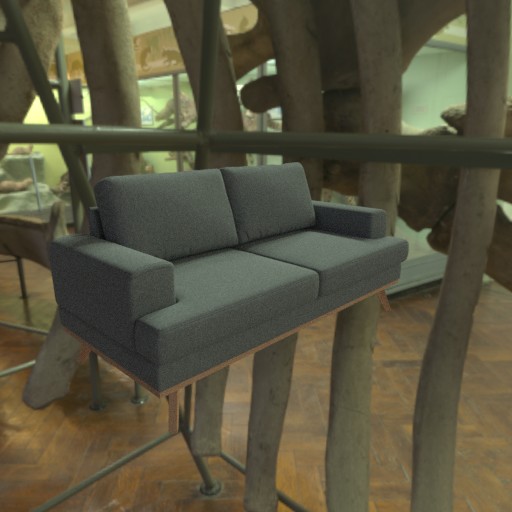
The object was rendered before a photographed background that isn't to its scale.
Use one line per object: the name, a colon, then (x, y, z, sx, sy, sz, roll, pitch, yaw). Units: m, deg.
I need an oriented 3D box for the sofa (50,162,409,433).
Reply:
sofa: (0.000, 0.000, 2.133, 0.785, 0.810, 1.650, 15, 21, 42)
